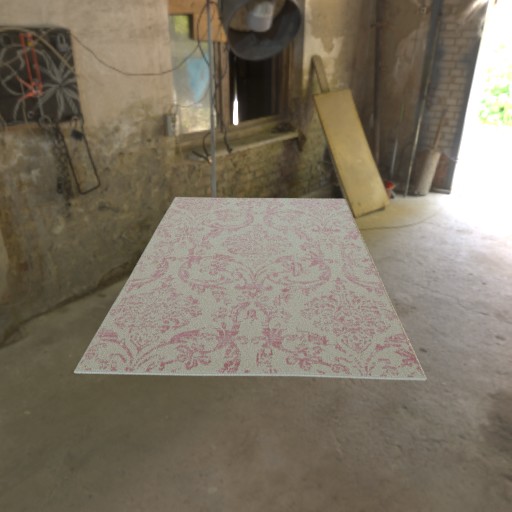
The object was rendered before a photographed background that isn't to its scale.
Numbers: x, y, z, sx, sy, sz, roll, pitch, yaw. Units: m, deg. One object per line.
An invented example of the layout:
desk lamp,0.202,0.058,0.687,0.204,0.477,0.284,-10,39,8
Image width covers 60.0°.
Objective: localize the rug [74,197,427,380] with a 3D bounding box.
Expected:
rug,0.000,0.000,2.345,1.219,0.012,1.839,1,27,2
